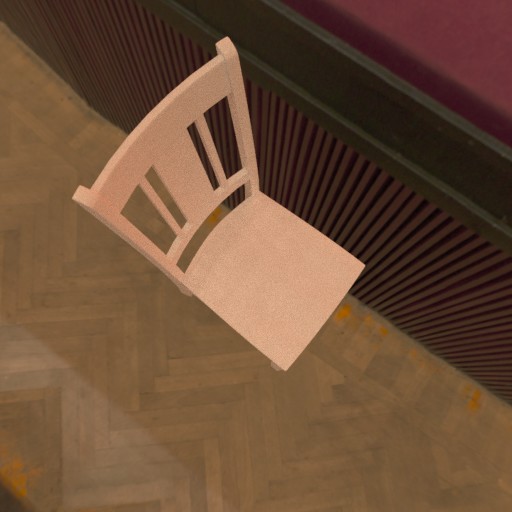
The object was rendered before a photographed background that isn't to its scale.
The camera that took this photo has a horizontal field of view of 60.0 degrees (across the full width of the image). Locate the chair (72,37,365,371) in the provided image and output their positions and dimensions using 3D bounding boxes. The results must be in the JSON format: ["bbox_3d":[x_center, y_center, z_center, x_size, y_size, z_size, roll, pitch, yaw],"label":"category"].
[{"bbox_3d":[0.000,0.000,1.299,0.555,0.998,0.450,38,79,9],"label":"chair"}]
